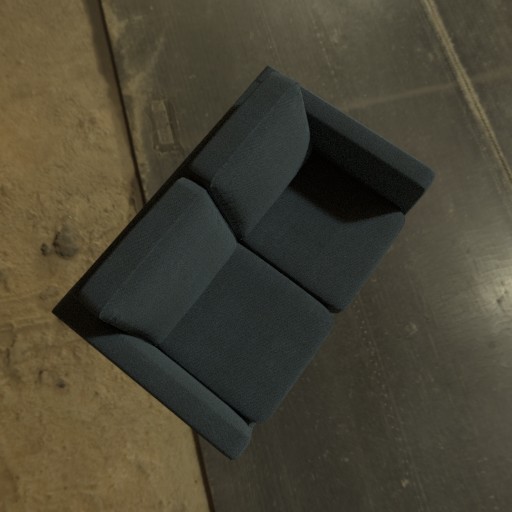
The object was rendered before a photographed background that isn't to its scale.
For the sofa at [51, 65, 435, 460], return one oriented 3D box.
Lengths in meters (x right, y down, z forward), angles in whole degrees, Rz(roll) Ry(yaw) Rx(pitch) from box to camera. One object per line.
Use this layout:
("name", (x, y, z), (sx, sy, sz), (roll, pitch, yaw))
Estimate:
("sofa", (0.000, 0.000, 2.148), (0.999, 0.930, 1.518), (36, 77, 9))
